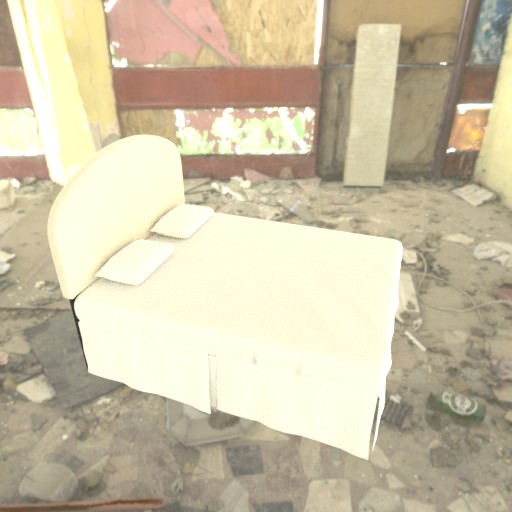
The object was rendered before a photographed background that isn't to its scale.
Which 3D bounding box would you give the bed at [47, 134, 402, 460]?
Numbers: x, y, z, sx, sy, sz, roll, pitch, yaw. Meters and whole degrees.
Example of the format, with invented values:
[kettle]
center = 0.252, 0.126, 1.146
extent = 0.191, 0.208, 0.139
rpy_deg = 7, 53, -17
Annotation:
[bed]
center = 0.000, 0.000, 3.038
extent = 2.005, 1.410, 1.607
rpy_deg = 10, 31, 17
